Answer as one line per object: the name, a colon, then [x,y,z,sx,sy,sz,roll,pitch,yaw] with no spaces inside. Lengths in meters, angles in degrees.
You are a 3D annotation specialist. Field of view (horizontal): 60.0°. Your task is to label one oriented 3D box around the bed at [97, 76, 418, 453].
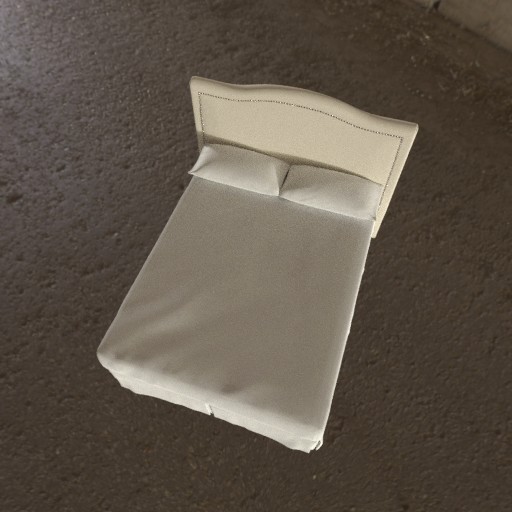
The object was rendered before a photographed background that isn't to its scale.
bed: [0.000,0.000,3.305,1.753,1.460,2.143,16,59,10]
